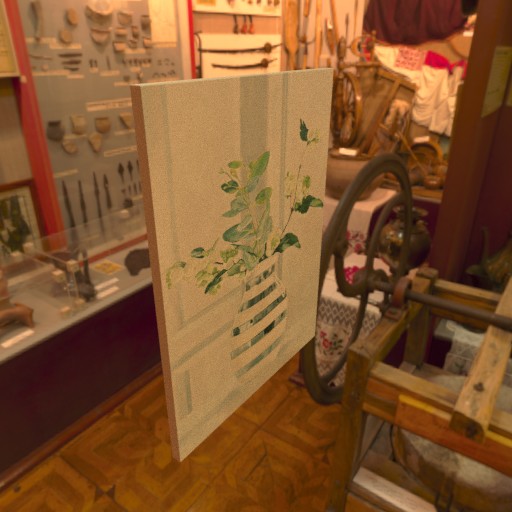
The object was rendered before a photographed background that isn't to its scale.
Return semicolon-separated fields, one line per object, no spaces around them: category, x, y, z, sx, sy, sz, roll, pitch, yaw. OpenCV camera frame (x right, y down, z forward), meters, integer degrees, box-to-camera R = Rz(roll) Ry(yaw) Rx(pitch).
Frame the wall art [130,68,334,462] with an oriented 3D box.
wall art;0.000;0.000;1.596;0.038;1.212;0.914;18;31;33
